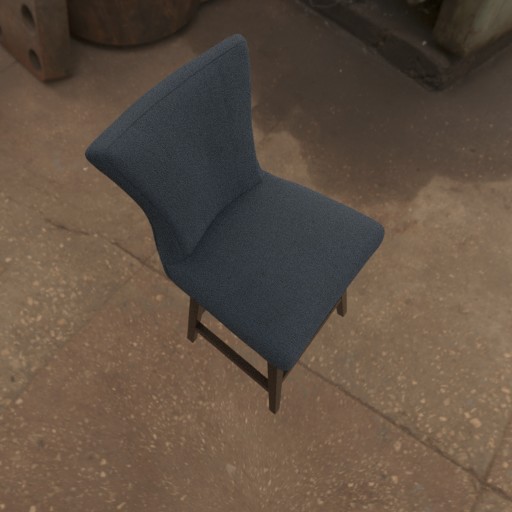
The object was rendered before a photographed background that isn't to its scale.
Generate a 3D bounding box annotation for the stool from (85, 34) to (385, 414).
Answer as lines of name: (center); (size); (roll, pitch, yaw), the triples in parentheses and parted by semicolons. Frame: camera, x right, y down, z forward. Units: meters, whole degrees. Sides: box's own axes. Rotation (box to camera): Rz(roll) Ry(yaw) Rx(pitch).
stool: (0.000, 0.000, 1.337); (0.574, 1.000, 0.514); (33, 64, 18)
